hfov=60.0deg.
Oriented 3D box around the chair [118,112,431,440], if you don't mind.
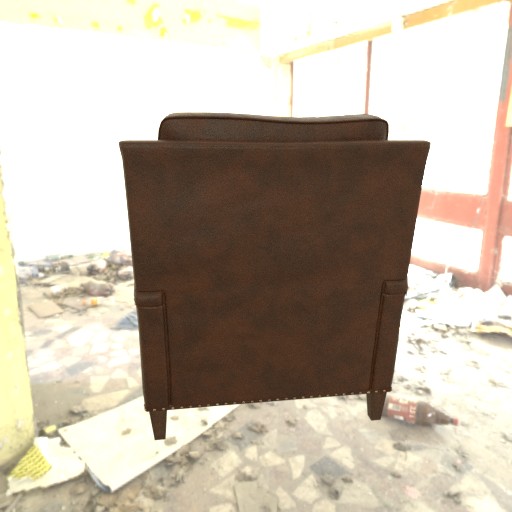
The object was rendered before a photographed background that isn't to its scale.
[{"bbox_3d":[0.000,0.000,1.775,0.854,1.054,1.035,-2,15,-8],"label":"chair"}]
